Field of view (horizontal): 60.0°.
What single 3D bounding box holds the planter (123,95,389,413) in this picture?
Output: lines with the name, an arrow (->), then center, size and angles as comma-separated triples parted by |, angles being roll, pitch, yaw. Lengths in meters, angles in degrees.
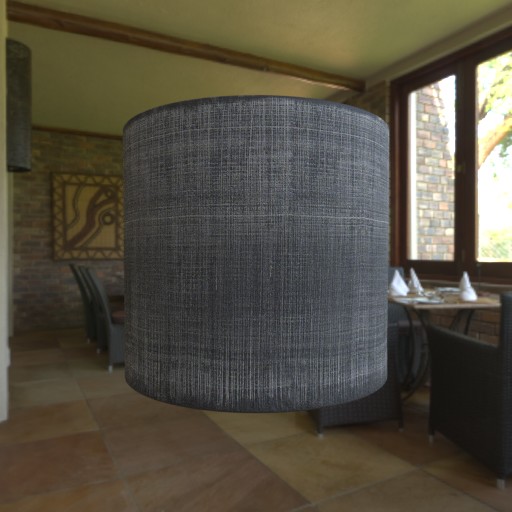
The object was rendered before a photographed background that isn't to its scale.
planter -> 0.000, 0.000, 0.385 | 0.221, 0.201, 0.221 | 0, 0, 0
